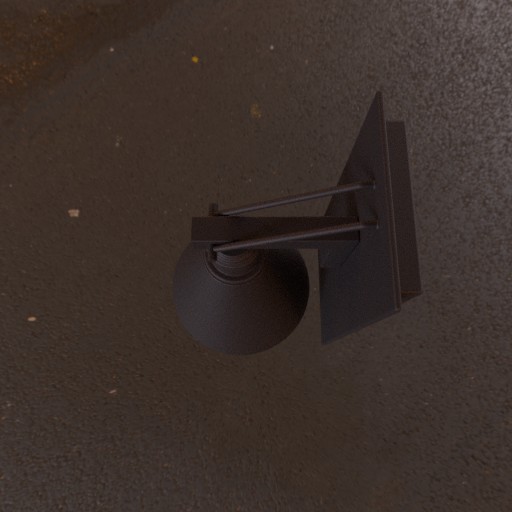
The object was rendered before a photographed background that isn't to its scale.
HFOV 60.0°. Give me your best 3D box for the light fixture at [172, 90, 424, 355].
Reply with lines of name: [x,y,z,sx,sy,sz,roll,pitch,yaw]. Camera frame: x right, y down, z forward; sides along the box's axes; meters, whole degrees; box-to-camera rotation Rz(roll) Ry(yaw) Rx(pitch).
light fixture: [0.000,0.000,0.416,0.207,0.298,0.170,0,75,0]
